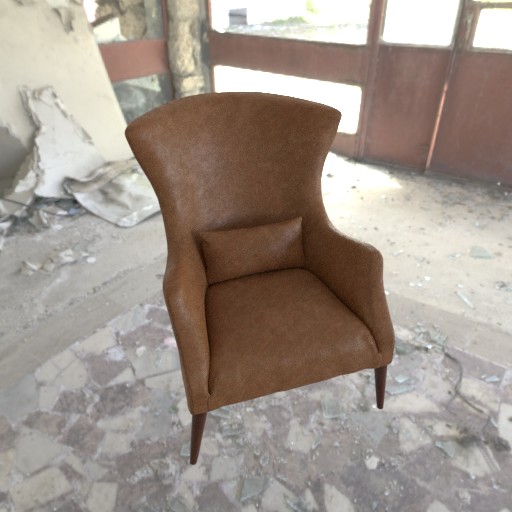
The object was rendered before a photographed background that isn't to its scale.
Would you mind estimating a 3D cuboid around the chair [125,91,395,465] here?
[{"bbox_3d":[0.000,0.000,1.764,0.846,1.067,0.955,-10,34,-15],"label":"chair"}]
